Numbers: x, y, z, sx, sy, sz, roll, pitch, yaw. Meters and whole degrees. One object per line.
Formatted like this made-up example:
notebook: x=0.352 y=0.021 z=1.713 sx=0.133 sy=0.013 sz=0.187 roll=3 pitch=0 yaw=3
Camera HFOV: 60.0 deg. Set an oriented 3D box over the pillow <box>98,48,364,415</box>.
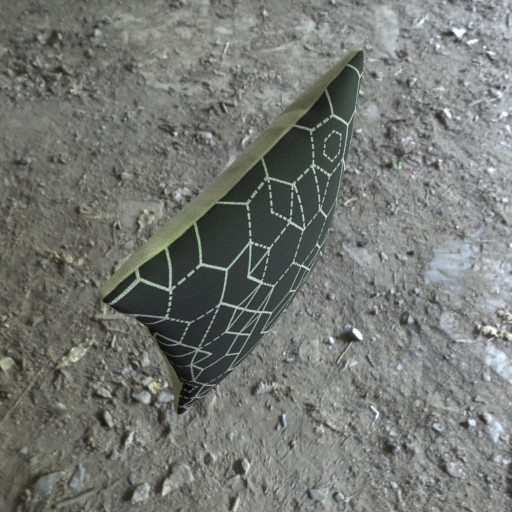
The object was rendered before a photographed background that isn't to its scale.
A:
pillow: x=0.000 y=0.000 z=0.759 sx=0.158 sy=0.508 sz=0.517 roll=32 pitch=64 yaw=18
